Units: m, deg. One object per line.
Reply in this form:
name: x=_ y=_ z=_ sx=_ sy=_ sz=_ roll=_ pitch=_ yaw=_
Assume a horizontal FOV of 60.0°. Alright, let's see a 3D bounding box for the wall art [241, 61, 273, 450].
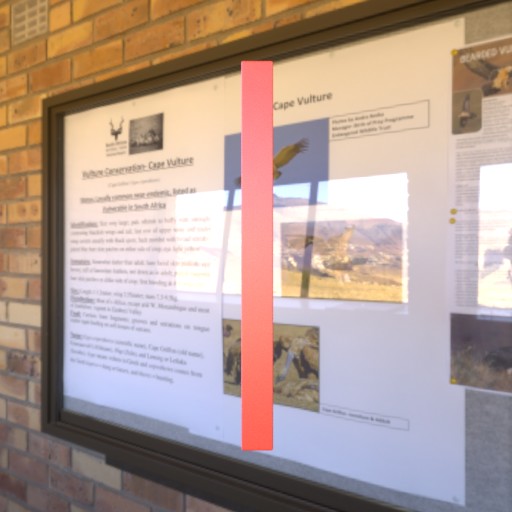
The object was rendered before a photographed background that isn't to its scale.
wall art: x=0.000 y=0.000 z=0.764 sx=0.033 sy=0.405 sz=0.607 roll=0 pitch=0 yaw=0
